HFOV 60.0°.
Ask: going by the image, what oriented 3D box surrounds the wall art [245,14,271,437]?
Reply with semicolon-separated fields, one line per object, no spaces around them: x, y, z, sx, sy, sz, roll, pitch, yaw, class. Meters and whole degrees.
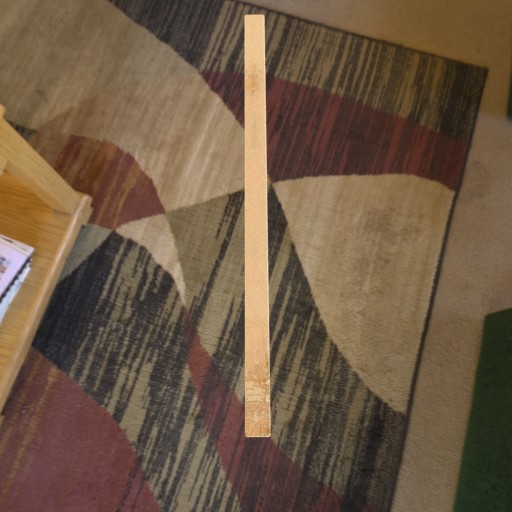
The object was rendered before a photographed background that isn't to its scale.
0.000;0.000;1.113;0.038;0.755;0.753;0;75;0;wall art
